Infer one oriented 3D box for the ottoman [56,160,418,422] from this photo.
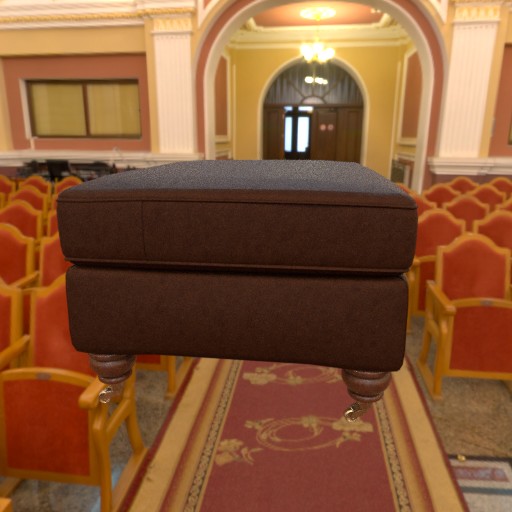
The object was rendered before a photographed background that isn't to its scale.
[{"bbox_3d":[0.000,0.000,1.767,0.967,0.730,1.187,2,15,7],"label":"ottoman"}]
